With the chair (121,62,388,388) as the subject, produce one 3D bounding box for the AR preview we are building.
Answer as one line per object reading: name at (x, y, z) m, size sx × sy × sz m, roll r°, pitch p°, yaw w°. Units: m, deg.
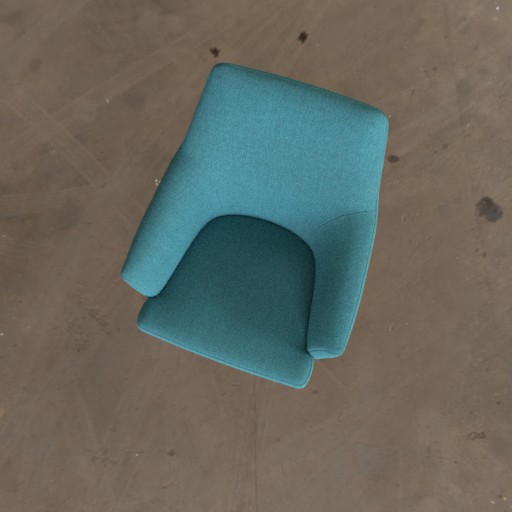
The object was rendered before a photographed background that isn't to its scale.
chair at (0.000, 0.000, 1.378) m, size 0.642 × 0.874 × 0.677 m, roll 19°, pitch 75°, yaw 5°
